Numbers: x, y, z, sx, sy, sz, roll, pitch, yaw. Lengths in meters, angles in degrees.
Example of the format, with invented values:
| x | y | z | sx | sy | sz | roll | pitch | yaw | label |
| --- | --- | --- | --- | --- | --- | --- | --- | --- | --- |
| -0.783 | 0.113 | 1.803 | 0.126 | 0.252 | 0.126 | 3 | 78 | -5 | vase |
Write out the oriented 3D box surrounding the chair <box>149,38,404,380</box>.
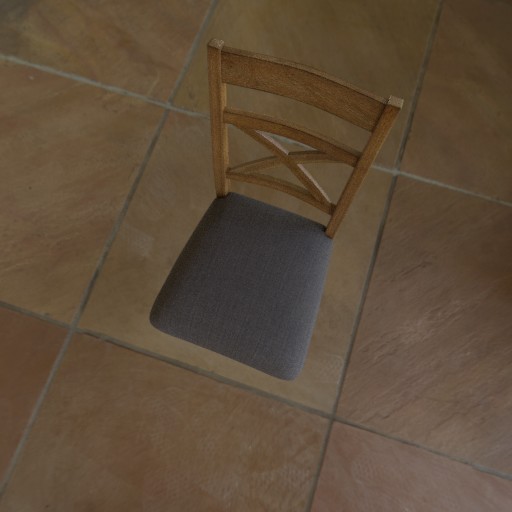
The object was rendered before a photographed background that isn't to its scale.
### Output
| x | y | z | sx | sy | sz | roll | pitch | yaw | label |
| --- | --- | --- | --- | --- | --- | --- | --- | --- | --- |
| 0.000 | 0.000 | 1.265 | 0.470 | 0.949 | 0.581 | 20 | 75 | 6 | chair |
